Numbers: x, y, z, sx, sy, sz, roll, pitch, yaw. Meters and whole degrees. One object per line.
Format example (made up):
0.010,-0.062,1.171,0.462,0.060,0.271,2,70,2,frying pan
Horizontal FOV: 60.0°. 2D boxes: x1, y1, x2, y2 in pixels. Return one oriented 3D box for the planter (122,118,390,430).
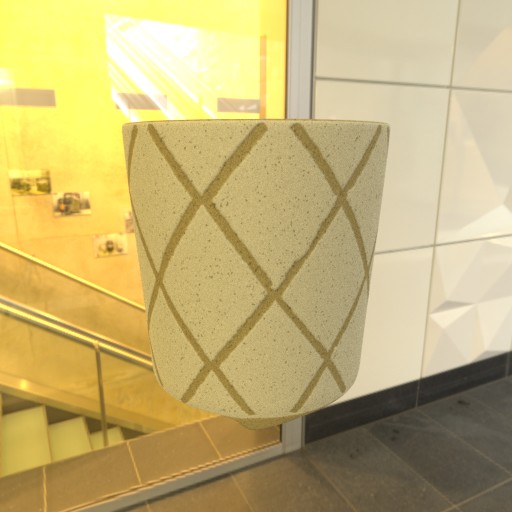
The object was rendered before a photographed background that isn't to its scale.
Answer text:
0.000,0.000,0.352,0.191,0.199,0.191,0,14,0,planter
